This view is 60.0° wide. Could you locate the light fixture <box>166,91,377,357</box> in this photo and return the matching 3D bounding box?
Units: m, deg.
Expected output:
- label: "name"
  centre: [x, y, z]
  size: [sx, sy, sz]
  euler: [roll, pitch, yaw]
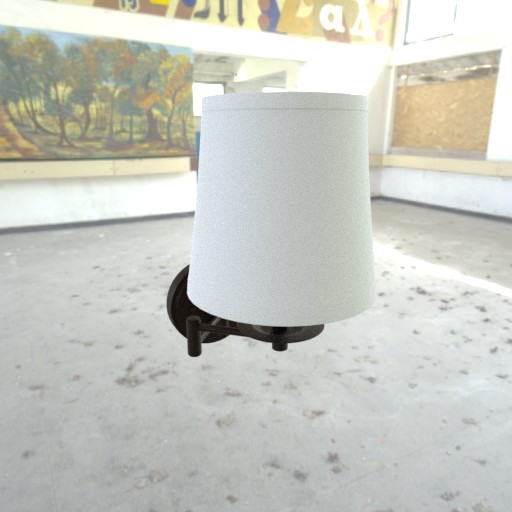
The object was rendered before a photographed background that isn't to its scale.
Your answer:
- label: "light fixture"
  centre: [0.000, 0.000, 0.261]
  size: [0.100, 0.172, 0.157]
  euler: [-8, 18, -27]
